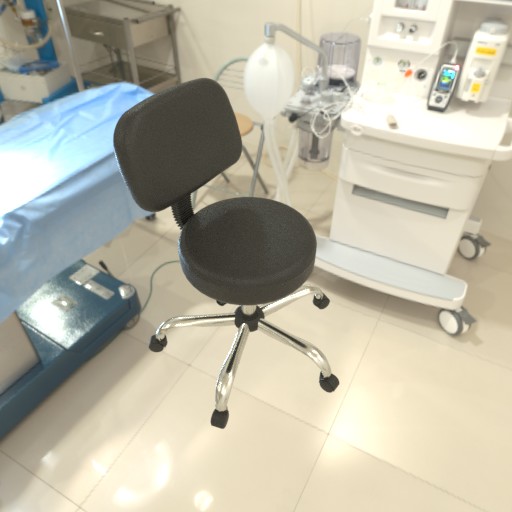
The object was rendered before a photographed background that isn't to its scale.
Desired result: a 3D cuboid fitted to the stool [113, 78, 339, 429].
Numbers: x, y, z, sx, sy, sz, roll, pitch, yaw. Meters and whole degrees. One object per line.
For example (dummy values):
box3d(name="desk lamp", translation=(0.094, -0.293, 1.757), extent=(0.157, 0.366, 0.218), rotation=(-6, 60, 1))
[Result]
box3d(name="stool", translation=(0.000, 0.000, 1.314), extent=(0.648, 0.862, 0.673), rotation=(25, 48, 26))
